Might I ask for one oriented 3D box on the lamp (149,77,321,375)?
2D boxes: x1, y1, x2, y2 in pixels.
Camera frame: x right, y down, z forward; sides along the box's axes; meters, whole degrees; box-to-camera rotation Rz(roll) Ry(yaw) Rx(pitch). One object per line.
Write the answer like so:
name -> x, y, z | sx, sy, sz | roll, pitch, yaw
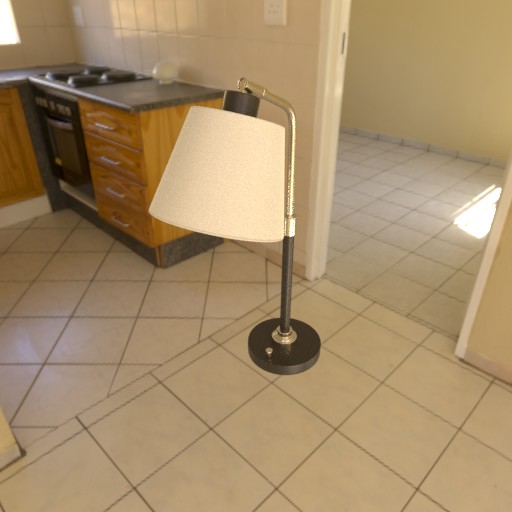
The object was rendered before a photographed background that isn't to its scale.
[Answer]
lamp -> 0.000, 0.000, 0.704 | 0.181, 0.539, 0.348 | 19, 36, 30
